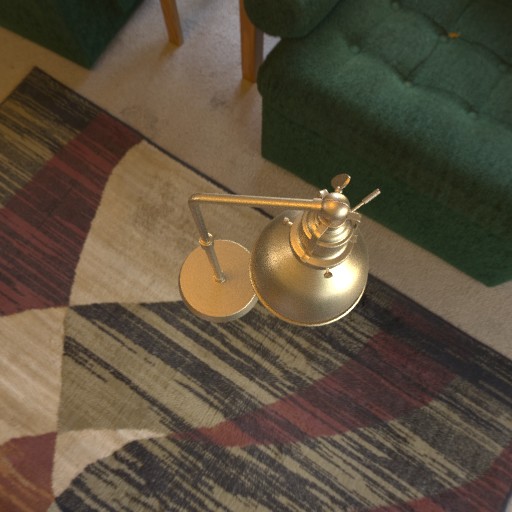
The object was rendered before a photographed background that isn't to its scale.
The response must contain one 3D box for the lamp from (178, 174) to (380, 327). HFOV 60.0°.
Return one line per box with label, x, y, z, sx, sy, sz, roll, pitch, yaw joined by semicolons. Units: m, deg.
lamp;0.000;0.000;0.578;0.286;0.456;0.153;15;75;4
